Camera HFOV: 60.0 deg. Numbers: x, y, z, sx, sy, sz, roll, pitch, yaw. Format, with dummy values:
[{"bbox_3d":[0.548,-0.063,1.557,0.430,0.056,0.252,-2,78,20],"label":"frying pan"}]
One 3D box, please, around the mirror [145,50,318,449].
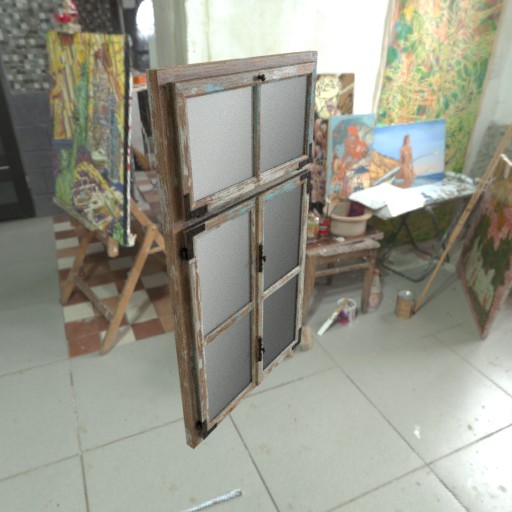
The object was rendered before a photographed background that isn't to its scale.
[{"bbox_3d":[0.000,0.000,1.487,0.083,1.213,0.707,19,34,31],"label":"mirror"}]
